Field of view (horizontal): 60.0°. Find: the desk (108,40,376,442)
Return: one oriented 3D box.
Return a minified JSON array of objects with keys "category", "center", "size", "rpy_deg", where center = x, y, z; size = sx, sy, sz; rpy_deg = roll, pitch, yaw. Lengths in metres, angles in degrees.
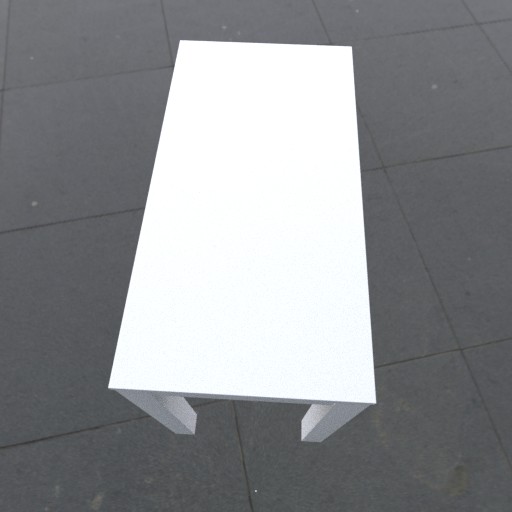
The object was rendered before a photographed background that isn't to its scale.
[{"category":"desk","center":[0.000,0.000,1.388],"size":[0.497,0.762,0.990],"rpy_deg":[3,62,1]}]
